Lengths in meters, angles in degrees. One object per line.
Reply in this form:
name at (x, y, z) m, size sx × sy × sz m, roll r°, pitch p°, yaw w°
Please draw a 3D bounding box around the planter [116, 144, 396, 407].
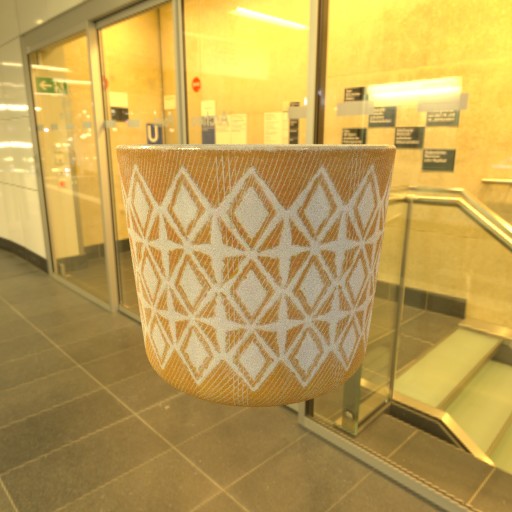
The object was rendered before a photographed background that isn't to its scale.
planter at (0.000, 0.000, 0.339) m, size 0.193 × 0.165 × 0.193 m, roll 0°, pitch 14°, yaw 0°
